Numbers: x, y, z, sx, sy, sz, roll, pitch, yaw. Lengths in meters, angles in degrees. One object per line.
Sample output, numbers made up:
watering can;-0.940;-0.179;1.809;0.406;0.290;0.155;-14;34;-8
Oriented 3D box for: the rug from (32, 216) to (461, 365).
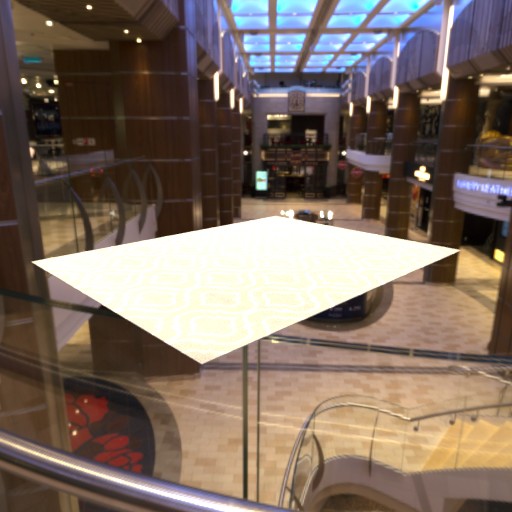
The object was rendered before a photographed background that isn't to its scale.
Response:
rug;0.000;0.000;3.795;2.892;0.006;2.283;-15;22;-42
